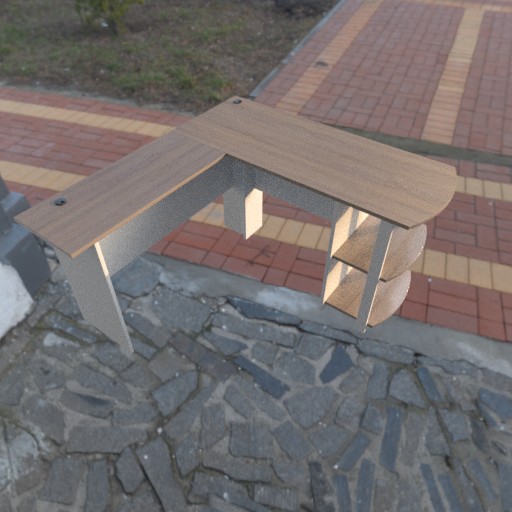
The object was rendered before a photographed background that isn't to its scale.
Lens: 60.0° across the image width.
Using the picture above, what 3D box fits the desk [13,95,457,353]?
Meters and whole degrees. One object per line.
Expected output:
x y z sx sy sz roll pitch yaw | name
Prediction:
0.000 0.000 2.053 1.303 0.716 1.361 27 50 26 | desk
